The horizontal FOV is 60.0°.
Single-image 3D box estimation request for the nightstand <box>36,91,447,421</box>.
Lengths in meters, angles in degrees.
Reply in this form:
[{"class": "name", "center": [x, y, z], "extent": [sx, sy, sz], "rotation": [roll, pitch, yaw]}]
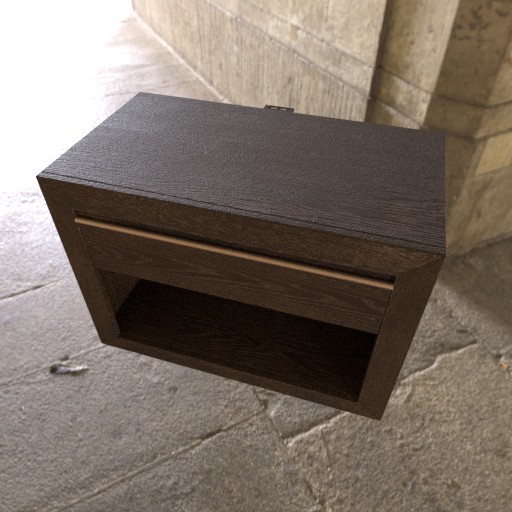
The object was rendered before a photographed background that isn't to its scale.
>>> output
[{"class": "nightstand", "center": [0.000, 0.000, 1.153], "extent": [0.775, 0.612, 0.457], "rotation": [12, 44, 13]}]
